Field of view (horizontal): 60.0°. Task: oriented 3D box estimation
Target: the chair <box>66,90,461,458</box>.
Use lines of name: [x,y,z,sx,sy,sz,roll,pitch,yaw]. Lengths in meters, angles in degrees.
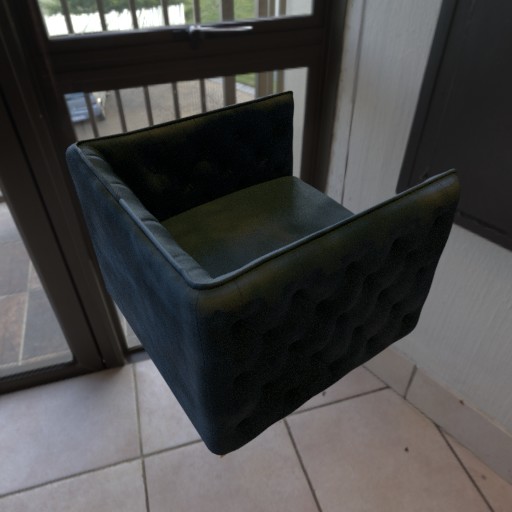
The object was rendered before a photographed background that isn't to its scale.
chair: [0.000,0.000,1.519,0.877,0.771,0.868,-25,46,-26]
